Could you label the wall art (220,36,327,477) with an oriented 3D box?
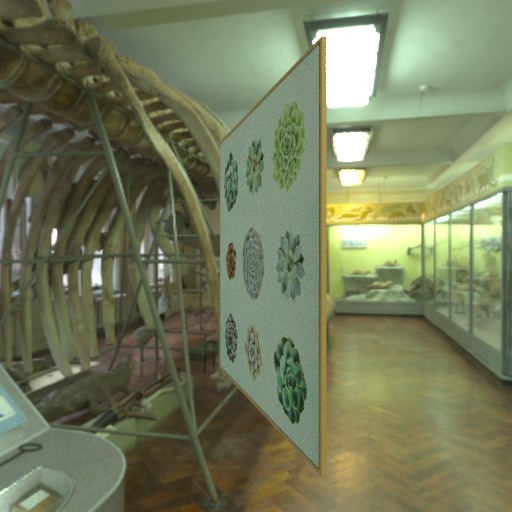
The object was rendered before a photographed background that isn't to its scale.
[{"bbox_3d":[0.000,0.000,1.422,0.013,0.959,0.962,0,0,-18],"label":"wall art"}]
